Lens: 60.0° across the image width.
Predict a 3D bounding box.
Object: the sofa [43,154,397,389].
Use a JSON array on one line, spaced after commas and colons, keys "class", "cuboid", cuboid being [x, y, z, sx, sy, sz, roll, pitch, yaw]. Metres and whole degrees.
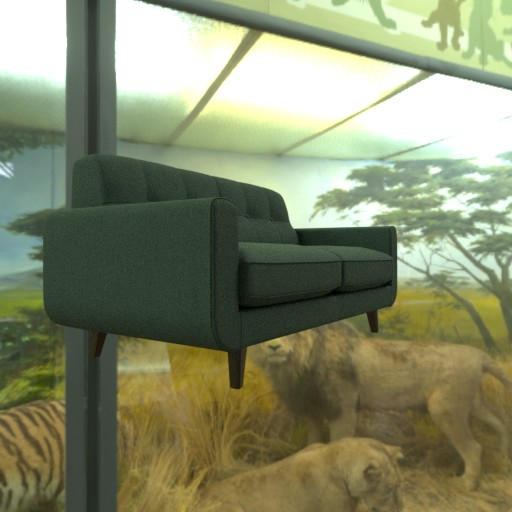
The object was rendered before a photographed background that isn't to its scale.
[{"class": "sofa", "cuboid": [0.000, 0.000, 2.135, 0.909, 0.841, 1.631, 0, 0, 35]}]
